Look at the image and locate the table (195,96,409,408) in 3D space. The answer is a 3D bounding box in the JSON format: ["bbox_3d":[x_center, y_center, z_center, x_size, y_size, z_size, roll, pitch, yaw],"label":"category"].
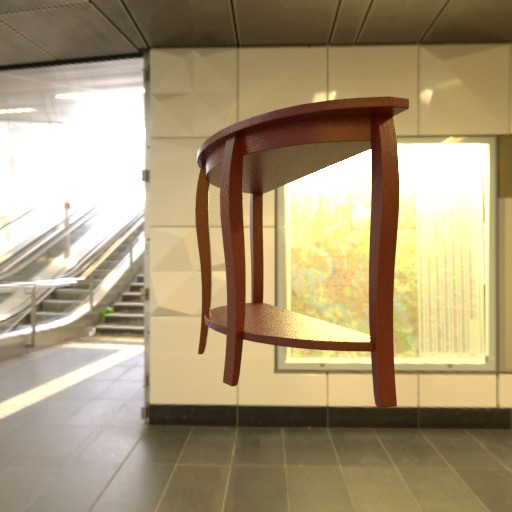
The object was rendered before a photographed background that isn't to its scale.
[{"bbox_3d":[0.000,0.000,1.615,0.405,0.779,1.219,0,0,-18],"label":"table"}]
